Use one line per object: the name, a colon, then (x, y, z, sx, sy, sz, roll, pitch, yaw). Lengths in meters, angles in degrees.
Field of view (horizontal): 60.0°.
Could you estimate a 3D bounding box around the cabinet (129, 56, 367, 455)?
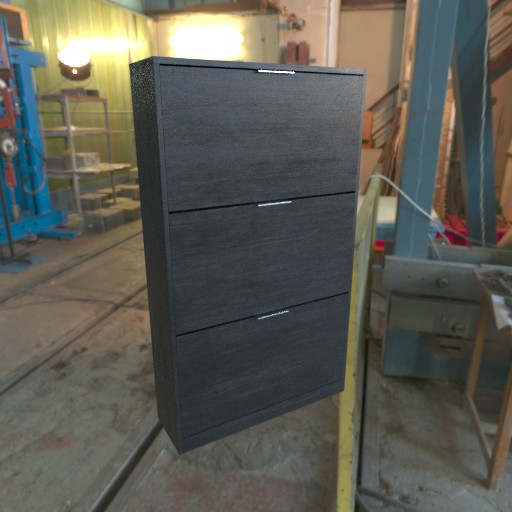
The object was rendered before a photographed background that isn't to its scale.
cabinet: (0.000, 0.000, 1.623, 0.750, 1.280, 0.250, -10, 21, -29)
